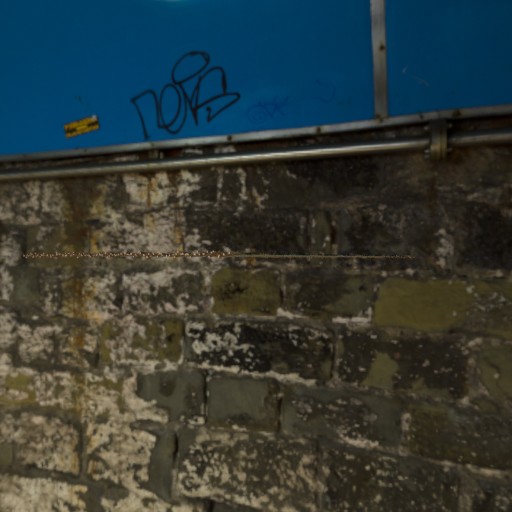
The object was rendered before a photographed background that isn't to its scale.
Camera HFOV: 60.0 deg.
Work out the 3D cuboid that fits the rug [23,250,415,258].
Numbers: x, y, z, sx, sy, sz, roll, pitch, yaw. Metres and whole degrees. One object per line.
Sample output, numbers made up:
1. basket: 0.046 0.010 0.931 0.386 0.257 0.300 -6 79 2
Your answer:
1. rug: 0.000 0.000 2.403 1.181 0.028 1.936 0 0 35
